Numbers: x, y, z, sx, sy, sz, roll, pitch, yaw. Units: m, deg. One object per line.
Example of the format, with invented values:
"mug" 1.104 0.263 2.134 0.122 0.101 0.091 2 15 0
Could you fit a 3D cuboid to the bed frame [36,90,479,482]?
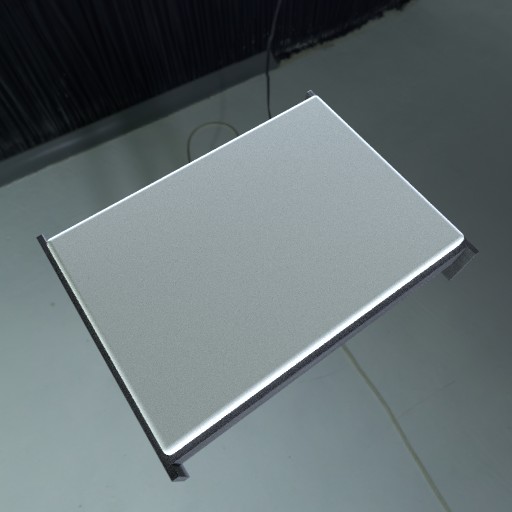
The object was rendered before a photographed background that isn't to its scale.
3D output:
"bed frame" 0.000 0.000 2.580 1.950 0.432 1.490 -32 68 -15
